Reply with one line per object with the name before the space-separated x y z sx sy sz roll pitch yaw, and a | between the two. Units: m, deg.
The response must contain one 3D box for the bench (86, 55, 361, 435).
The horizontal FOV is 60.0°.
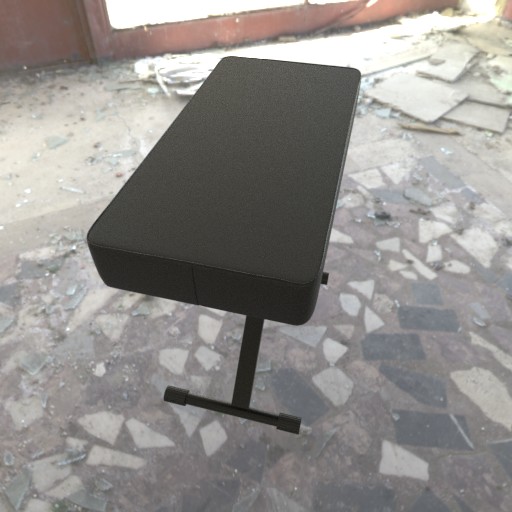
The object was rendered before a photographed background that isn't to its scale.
bench | 0.000 0.000 0.914 0.300 0.561 0.600 10 46 10
